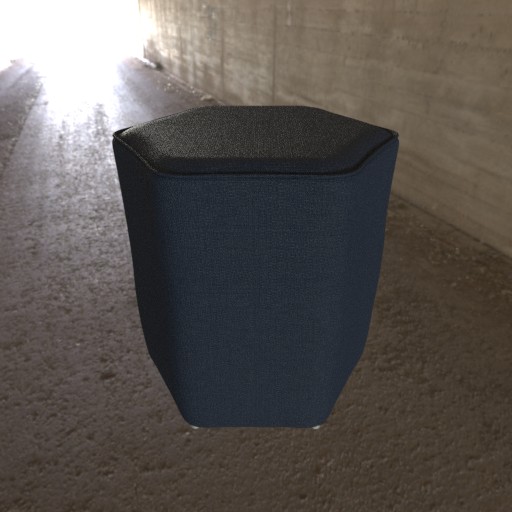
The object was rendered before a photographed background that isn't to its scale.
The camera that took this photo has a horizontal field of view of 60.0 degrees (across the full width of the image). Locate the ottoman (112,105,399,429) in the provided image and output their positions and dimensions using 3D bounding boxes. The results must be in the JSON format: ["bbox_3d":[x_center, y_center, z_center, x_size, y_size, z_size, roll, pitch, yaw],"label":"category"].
[{"bbox_3d":[0.000,0.000,0.874,0.454,0.505,0.492,19,35,29],"label":"ottoman"}]
